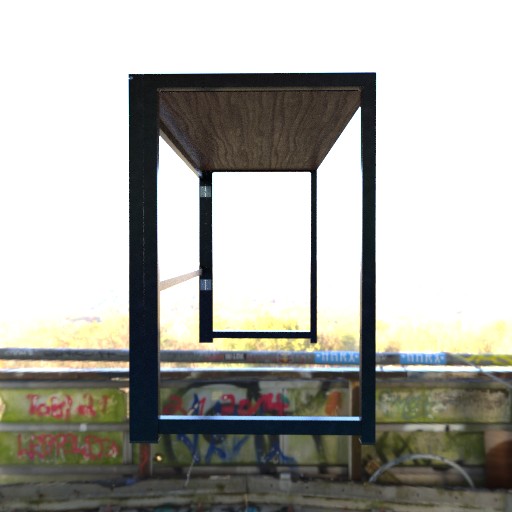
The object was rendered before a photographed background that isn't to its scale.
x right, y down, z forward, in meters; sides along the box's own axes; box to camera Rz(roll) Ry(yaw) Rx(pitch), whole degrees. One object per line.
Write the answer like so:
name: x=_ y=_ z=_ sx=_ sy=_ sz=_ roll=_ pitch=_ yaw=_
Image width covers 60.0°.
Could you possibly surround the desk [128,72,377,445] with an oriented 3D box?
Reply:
desk: x=0.000 y=0.000 z=1.413 sx=0.508 sy=0.762 sz=1.016 roll=0 pitch=1 yaw=1
